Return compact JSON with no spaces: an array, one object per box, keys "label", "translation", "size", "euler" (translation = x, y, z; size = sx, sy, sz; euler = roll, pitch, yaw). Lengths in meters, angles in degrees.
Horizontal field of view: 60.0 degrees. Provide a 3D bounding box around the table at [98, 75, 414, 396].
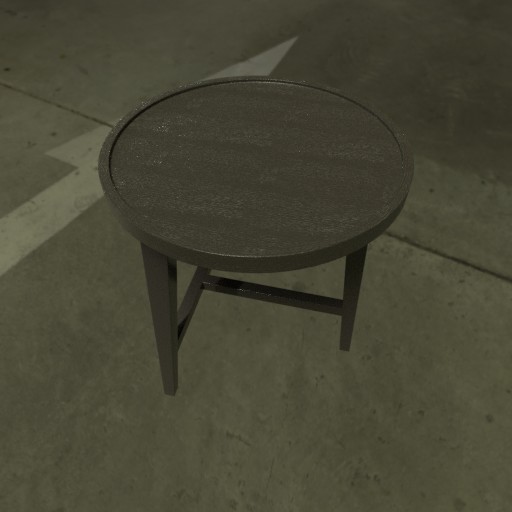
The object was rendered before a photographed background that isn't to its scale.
[{"label":"table","translation":[0.000,0.000,0.914],"size":[0.500,0.531,0.500],"euler":[0,47,0]}]
